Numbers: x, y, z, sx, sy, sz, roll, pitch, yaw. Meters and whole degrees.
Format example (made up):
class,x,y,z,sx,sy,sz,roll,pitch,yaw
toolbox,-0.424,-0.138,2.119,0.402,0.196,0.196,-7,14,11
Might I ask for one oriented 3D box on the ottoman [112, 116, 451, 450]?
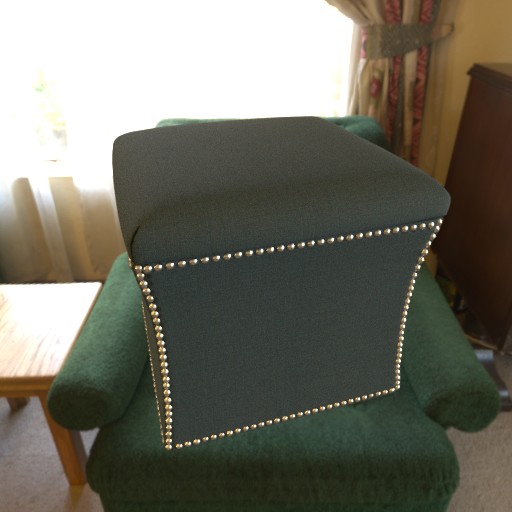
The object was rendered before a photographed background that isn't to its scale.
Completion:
class,x,y,z,sx,sy,sz,roll,pitch,yaw
ottoman,0.000,0.000,0.911,0.507,0.475,0.497,-9,32,-15
